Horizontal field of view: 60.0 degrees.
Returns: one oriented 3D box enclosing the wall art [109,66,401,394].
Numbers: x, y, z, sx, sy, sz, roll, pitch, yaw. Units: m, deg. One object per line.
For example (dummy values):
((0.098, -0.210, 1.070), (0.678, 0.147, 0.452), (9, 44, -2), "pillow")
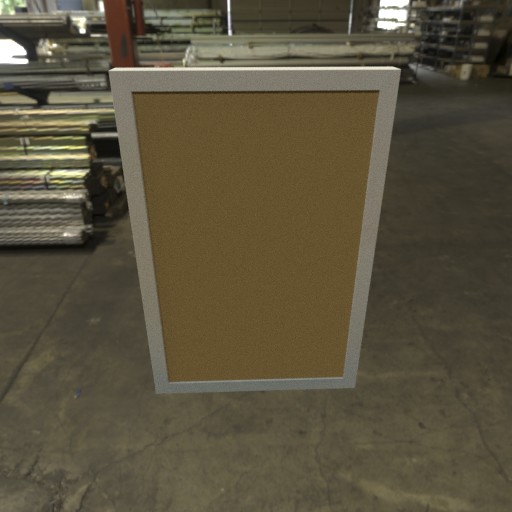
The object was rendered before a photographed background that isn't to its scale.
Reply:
((0.000, 0.000, 0.780), (0.408, 0.611, 0.038), (-1, 29, -2), "wall art")
